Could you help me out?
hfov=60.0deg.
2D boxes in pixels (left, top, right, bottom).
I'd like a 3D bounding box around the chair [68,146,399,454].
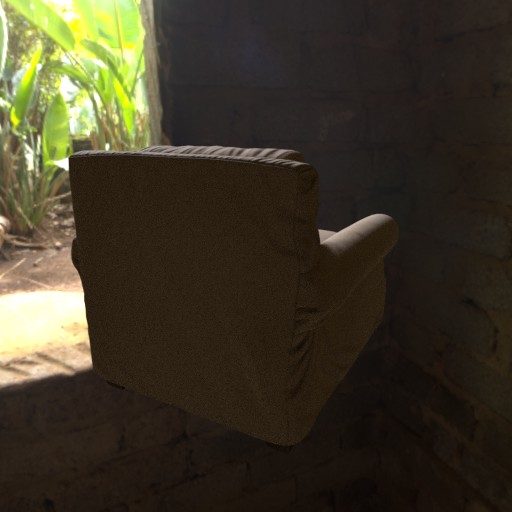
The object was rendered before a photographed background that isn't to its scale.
[{"bbox_3d":[0.000,0.000,1.743,0.940,0.866,1.066,9,19,28],"label":"chair"}]
